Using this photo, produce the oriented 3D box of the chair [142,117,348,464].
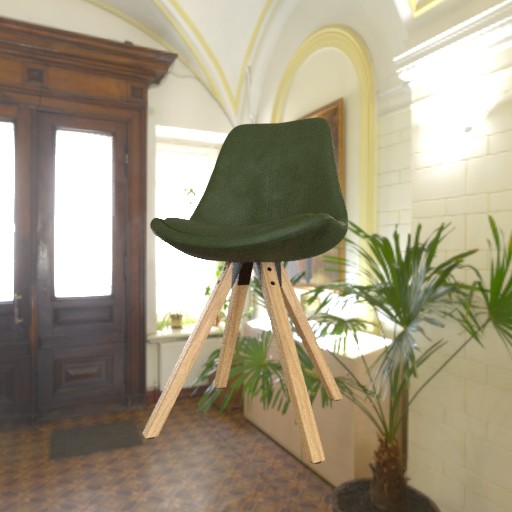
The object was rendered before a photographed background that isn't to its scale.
[{"bbox_3d":[0.000,0.000,1.196,0.483,0.865,0.547,0,1,18],"label":"chair"}]
